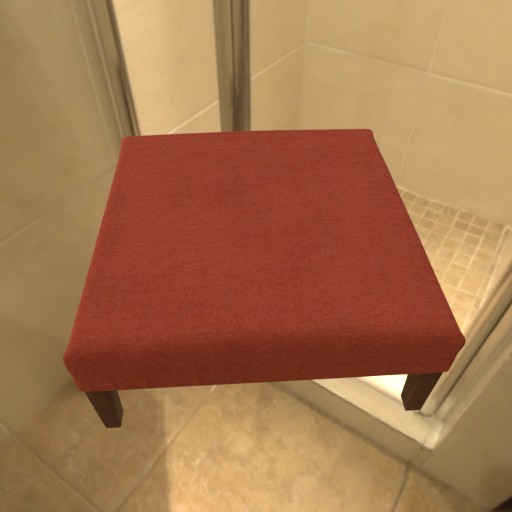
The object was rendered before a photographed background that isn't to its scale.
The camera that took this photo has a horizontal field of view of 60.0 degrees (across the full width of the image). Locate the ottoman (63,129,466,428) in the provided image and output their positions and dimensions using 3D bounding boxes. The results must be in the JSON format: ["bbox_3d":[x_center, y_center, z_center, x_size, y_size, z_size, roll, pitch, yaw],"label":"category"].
[{"bbox_3d":[0.000,0.000,1.379,0.890,0.411,0.889,-2,46,-2],"label":"ottoman"}]
